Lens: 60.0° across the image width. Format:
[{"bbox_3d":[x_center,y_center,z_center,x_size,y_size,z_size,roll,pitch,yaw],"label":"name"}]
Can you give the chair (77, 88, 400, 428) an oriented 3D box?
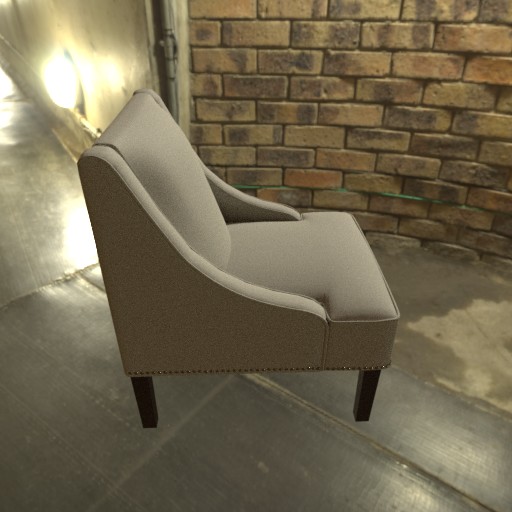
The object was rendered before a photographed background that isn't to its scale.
[{"bbox_3d":[0.000,0.000,1.354,0.737,0.864,0.610,-1,33,-2],"label":"chair"}]
